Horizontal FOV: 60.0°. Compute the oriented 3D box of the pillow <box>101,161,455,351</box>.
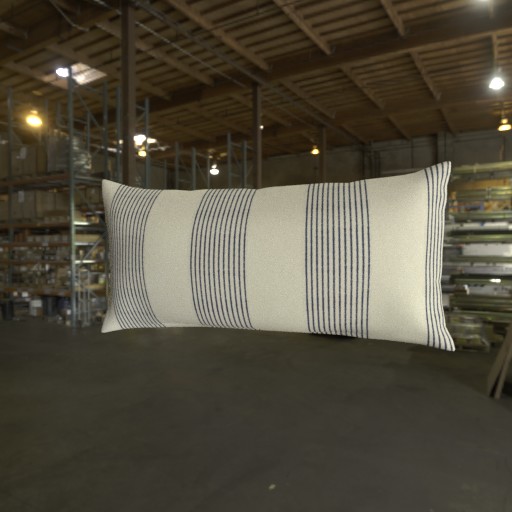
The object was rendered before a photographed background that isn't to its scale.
[{"bbox_3d":[0.000,0.000,0.739,0.610,0.287,0.151,0,0,18],"label":"pillow"}]
